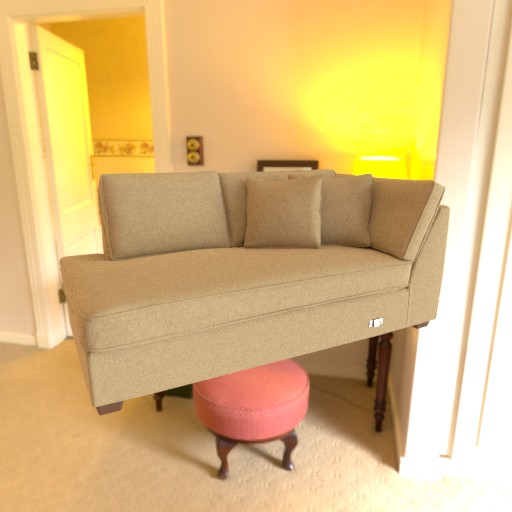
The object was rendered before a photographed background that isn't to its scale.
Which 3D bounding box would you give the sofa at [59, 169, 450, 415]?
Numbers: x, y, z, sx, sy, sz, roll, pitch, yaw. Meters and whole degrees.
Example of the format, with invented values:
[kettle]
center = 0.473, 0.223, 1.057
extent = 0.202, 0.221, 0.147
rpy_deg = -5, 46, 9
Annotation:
[sofa]
center = 0.000, 0.000, 2.803
extent = 2.237, 1.033, 1.110
rpy_deg = -8, 17, -26
